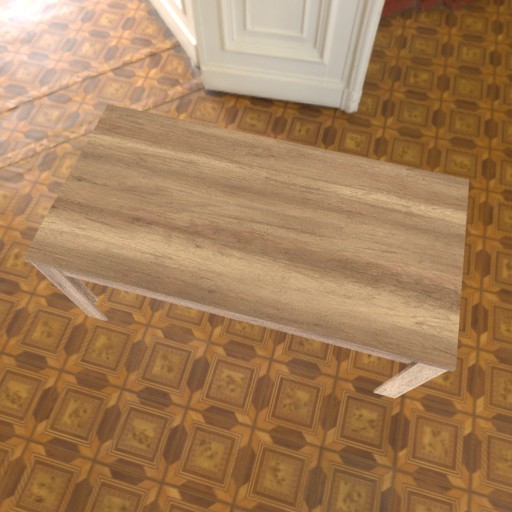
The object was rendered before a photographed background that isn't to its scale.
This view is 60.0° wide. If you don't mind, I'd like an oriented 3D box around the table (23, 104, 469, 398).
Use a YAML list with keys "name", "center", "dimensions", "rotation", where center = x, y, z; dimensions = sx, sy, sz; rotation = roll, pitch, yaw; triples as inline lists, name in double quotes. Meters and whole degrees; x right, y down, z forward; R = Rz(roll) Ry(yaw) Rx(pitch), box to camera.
- name: "table"
  center: [0.000, 0.000, 2.316]
  dimensions: [1.800, 0.790, 0.900]
  rotation: [14, 65, 6]
